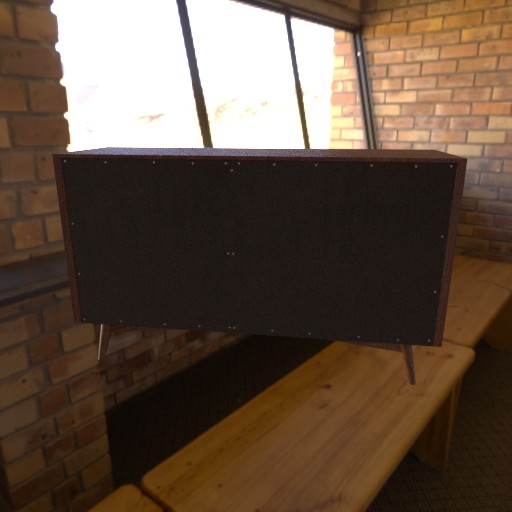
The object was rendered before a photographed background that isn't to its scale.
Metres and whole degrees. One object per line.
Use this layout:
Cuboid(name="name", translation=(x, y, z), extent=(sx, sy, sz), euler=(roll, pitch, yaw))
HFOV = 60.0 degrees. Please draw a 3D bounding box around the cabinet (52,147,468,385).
Cuboid(name="cabinet", translation=(0.000, 0.000, 2.042), extent=(1.575, 0.940, 0.505), euler=(2, 17, 8))
